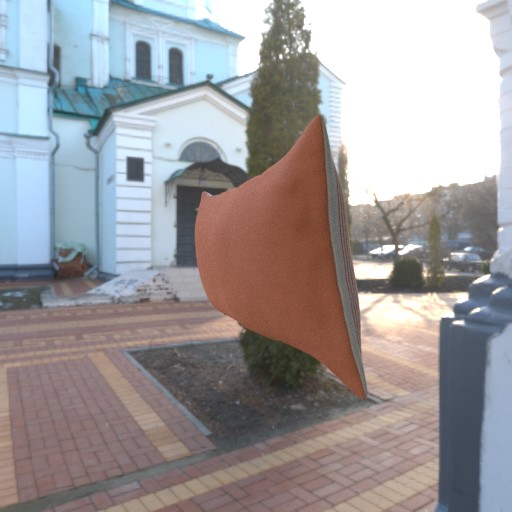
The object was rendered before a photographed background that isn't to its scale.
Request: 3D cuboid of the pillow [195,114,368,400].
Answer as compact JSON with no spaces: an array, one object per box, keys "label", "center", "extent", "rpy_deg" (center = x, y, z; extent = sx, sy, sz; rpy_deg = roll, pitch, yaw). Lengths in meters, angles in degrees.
[{"label":"pillow","center":[0.000,0.000,0.741],"extent":[0.156,0.292,0.608],"rpy_deg":[0,1,-18]}]
